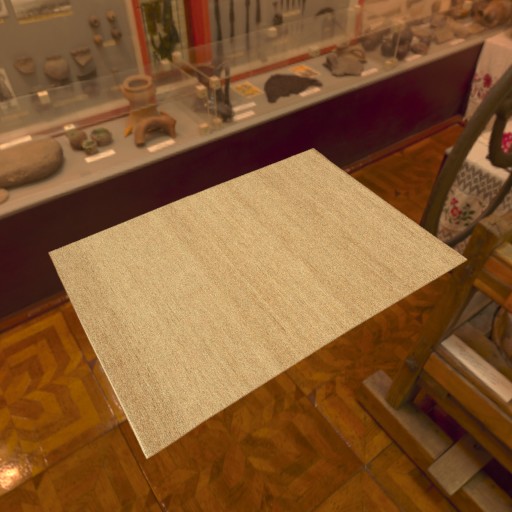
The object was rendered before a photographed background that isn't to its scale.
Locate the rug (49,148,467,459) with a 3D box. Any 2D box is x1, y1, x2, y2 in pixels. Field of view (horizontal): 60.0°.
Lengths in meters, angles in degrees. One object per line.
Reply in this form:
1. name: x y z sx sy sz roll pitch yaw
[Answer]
1. rug: 0.000 0.000 2.933 2.283 0.030 1.596 -26 52 -22
